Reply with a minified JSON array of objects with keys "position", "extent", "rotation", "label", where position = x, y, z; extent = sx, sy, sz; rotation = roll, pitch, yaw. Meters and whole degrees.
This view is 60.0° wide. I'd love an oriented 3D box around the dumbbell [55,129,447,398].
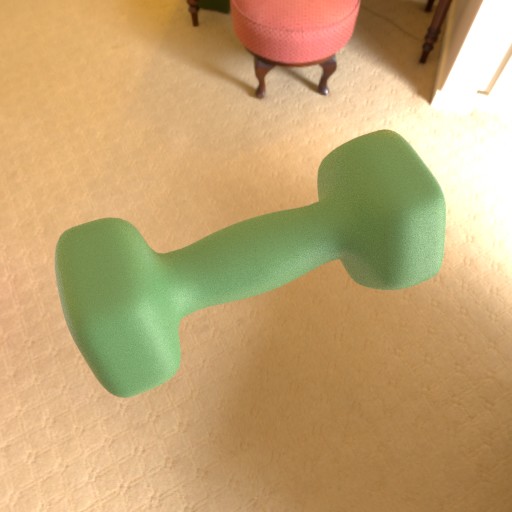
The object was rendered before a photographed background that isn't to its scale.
[{"position":[0.000,0.000,0.317],"extent":[0.257,0.114,0.126],"rotation":[-19,63,-10],"label":"dumbbell"}]
